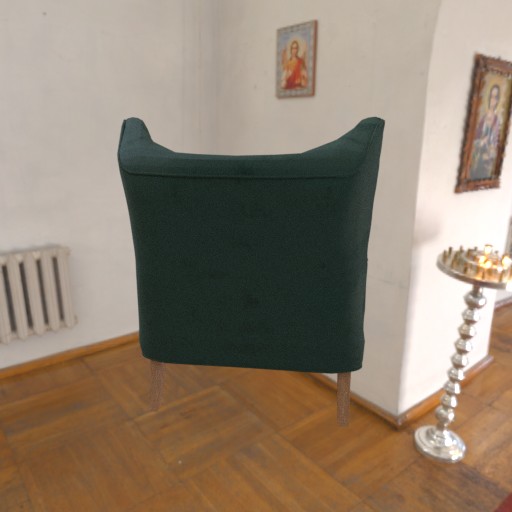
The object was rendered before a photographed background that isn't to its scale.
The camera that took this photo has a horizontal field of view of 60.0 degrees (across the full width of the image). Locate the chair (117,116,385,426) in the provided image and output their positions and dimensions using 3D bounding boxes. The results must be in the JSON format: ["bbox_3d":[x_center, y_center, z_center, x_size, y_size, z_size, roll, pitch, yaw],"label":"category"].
[{"bbox_3d":[0.000,0.000,1.596,0.793,0.952,0.910,2,17,7],"label":"chair"}]
